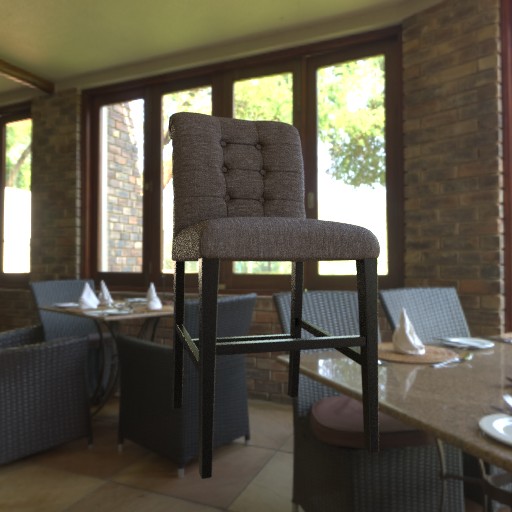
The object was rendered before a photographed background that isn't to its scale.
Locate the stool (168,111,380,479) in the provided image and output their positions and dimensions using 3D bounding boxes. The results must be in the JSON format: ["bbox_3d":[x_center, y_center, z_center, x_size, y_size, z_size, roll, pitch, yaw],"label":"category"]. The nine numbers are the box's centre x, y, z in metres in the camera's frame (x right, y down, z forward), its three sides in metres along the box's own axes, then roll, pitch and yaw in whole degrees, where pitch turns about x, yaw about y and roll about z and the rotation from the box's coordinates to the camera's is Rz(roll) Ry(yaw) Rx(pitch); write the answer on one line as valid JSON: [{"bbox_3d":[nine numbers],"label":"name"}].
[{"bbox_3d":[0.000,0.000,1.302,0.457,0.970,0.611,0,-1,-18],"label":"stool"}]
